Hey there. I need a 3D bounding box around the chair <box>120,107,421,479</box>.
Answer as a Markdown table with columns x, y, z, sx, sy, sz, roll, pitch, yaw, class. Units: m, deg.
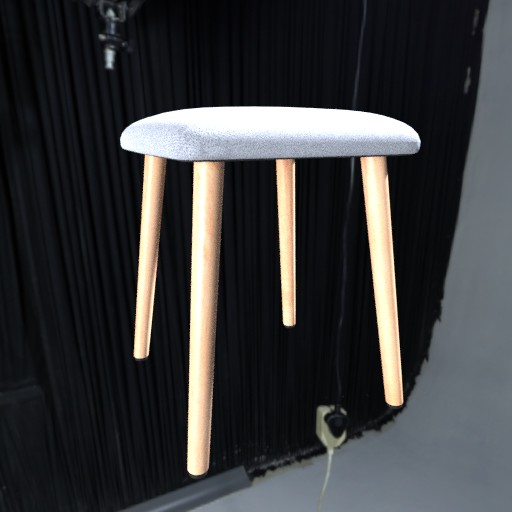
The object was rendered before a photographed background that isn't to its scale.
| x | y | z | sx | sy | sz | roll | pitch | yaw | class |
| --- | --- | --- | --- | --- | --- | --- | --- | --- | --- |
| 0.000 | 0.000 | 0.696 | 0.350 | 0.440 | 0.350 | -8 | 18 | -25 | chair |
